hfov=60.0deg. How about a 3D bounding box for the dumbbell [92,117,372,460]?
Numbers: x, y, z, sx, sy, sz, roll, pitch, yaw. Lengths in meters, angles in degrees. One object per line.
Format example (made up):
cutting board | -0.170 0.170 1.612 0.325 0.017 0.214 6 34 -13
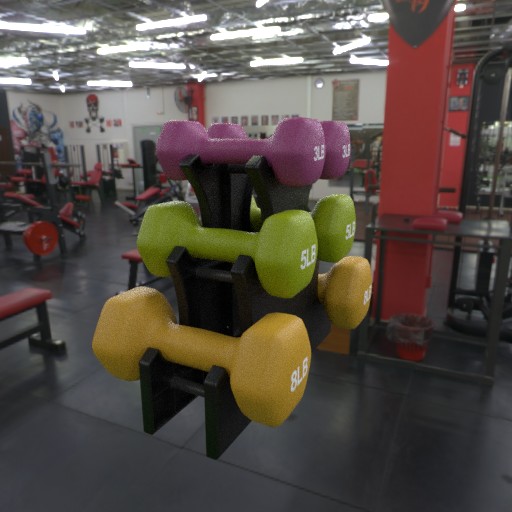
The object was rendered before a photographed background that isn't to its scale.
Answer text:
dumbbell | 0.000 0.000 0.464 0.190 0.271 0.300 8 16 27
